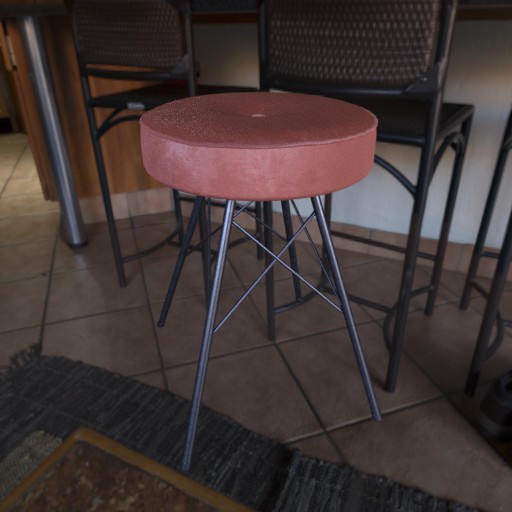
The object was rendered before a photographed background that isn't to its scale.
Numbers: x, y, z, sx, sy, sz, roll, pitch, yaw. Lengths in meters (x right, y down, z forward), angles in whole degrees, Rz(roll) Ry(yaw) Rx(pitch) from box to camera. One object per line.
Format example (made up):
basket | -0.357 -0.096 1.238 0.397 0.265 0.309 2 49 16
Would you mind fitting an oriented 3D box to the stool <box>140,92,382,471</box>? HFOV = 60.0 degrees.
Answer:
stool | 0.000 0.000 0.909 0.421 0.593 0.457 -8 30 -14
